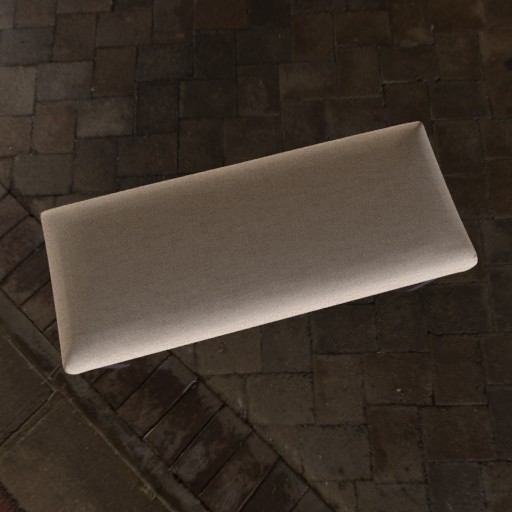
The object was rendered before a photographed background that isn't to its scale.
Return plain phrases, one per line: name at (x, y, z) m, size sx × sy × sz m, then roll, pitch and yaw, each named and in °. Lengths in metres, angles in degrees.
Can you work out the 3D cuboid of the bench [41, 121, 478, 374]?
bench at (0.000, 0.000, 1.256) m, size 1.013 × 0.456 × 0.407 m, roll -14°, pitch 76°, yaw -4°
